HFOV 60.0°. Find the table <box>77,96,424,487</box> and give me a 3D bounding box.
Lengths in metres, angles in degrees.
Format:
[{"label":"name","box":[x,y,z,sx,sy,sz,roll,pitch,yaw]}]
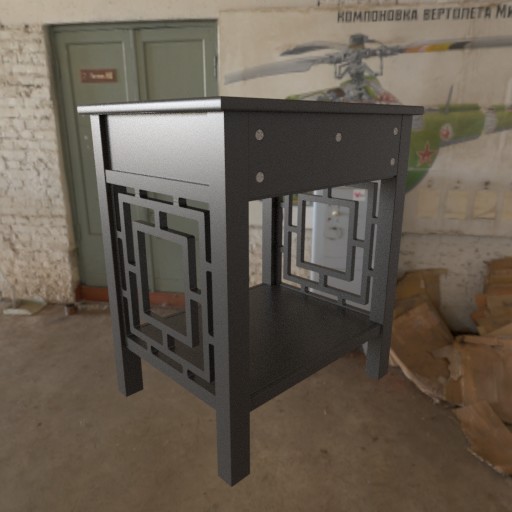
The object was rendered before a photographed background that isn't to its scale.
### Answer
[{"label":"table","box":[0.000,0.000,1.004,0.564,0.646,0.451,-16,23,-42]}]
